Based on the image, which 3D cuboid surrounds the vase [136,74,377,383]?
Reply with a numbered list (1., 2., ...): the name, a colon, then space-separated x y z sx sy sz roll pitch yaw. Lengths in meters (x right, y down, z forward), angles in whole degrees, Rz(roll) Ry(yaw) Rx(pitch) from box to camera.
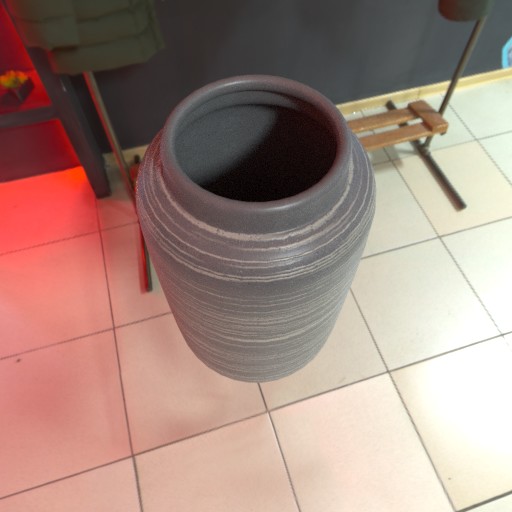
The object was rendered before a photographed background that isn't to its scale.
1. vase: 0.000 0.000 0.680 0.297 0.499 0.297 0 59 0
